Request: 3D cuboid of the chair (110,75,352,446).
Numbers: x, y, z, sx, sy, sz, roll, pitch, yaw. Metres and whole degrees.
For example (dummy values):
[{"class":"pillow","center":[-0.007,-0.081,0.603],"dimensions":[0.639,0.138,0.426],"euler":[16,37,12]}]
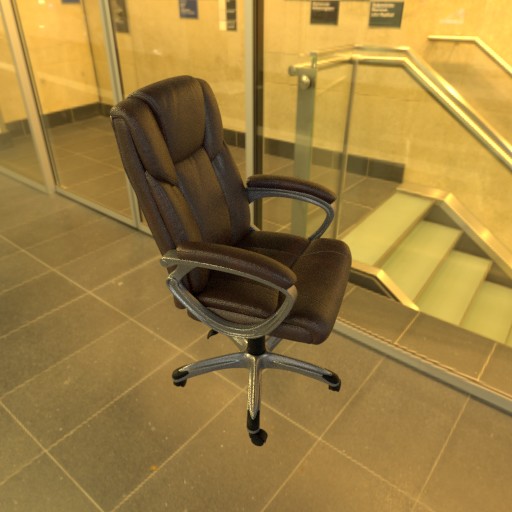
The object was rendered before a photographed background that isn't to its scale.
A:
[{"class":"chair","center":[0.000,0.000,1.549],"dimensions":[0.692,1.128,0.656],"euler":[10,32,17]}]
